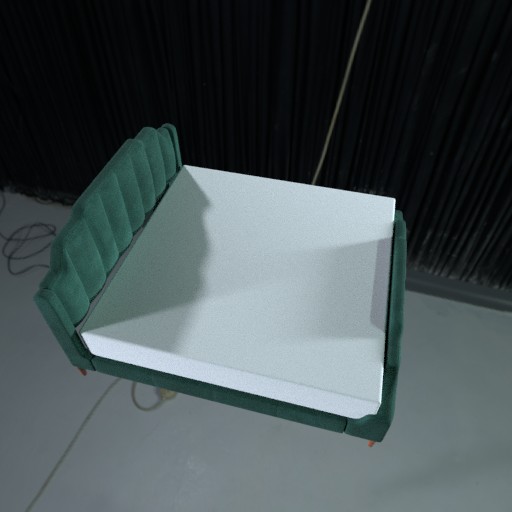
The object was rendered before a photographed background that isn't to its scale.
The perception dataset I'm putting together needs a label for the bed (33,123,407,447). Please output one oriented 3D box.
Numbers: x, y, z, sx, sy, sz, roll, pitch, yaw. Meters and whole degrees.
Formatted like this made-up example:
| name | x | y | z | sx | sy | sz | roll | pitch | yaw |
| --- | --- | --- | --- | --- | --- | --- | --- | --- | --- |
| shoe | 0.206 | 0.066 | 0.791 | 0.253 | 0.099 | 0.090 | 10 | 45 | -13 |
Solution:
| name | x | y | z | sx | sy | sz | roll | pitch | yaw |
| --- | --- | --- | --- | --- | --- | --- | --- | --- | --- |
| bed | 0.000 | 0.000 | 3.495 | 2.340 | 1.245 | 2.074 | 11 | 48 | 10 |
